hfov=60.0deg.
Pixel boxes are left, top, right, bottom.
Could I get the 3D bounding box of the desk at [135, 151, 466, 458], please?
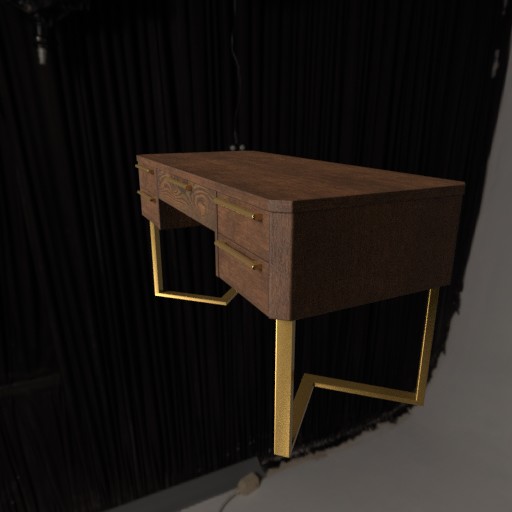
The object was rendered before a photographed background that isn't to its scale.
[{"bbox_3d":[0.000,0.000,1.890,0.684,0.762,1.479,-9,19,-25],"label":"desk"}]
